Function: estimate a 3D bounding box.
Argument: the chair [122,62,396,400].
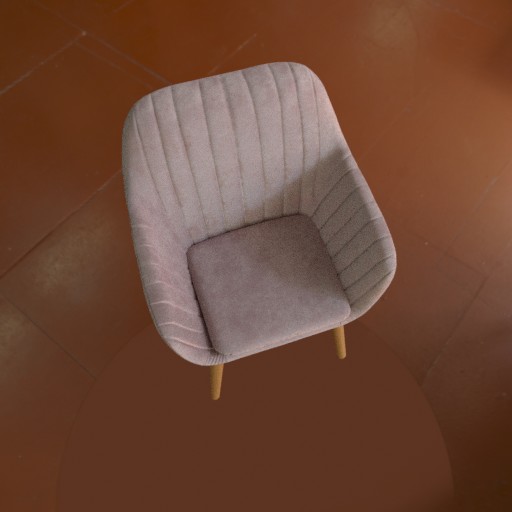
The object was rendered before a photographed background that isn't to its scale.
[{"bbox_3d":[0.000,0.000,1.278,0.610,0.832,0.570,-16,65,-8],"label":"chair"}]
